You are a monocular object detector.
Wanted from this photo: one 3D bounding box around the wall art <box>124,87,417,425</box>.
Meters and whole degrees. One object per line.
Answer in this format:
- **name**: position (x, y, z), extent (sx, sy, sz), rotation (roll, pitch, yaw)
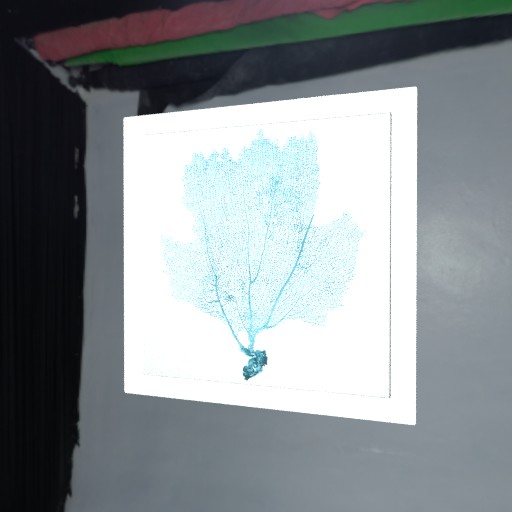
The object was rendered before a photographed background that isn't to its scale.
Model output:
- **wall art**: position (0.000, 0.000, 0.859), extent (0.584, 0.584, 0.013), rotation (0, 1, 18)
